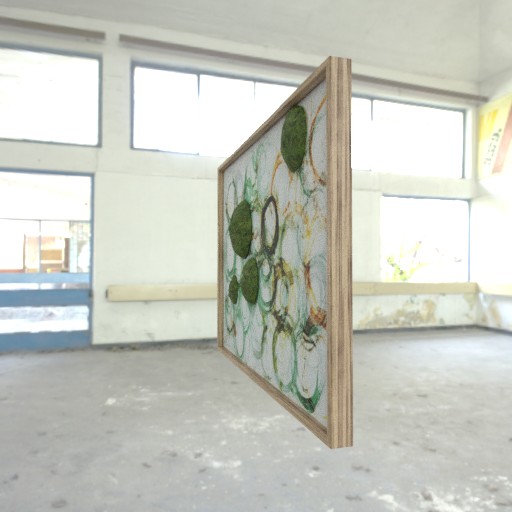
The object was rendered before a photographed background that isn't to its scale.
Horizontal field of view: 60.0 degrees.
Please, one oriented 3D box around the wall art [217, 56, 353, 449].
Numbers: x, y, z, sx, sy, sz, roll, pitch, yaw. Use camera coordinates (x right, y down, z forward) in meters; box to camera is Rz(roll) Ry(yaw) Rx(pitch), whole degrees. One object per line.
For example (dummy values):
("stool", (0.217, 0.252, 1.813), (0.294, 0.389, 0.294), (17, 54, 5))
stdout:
("wall art", (0.000, 0.000, 1.091), (0.063, 0.609, 0.841), (0, -1, -17))
